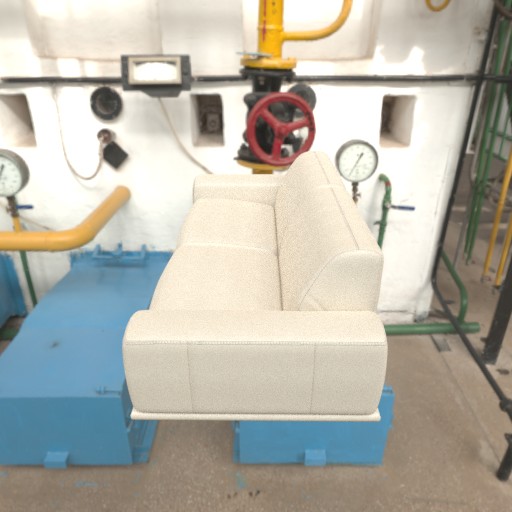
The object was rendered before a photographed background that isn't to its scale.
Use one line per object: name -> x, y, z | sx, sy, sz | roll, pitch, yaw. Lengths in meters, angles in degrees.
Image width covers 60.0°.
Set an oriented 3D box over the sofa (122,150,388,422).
sofa -> 0.000, 0.000, 2.310 | 0.900, 0.772, 1.901 | 0, 26, 1
